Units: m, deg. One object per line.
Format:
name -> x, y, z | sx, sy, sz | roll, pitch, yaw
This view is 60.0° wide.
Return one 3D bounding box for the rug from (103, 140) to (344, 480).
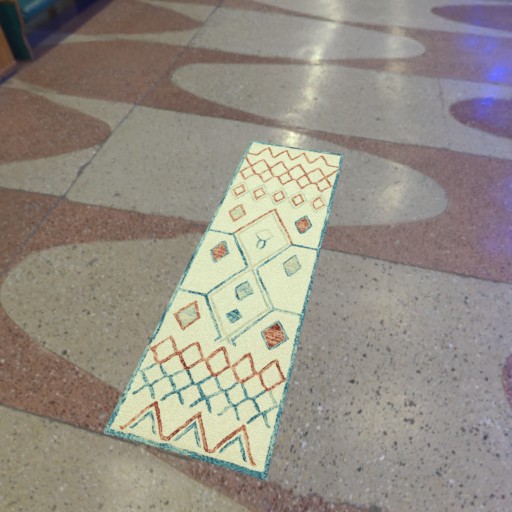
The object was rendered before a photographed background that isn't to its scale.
rug -> 0.000, 0.000, 2.704 | 0.750, 0.011, 2.435 | 11, 48, 10
